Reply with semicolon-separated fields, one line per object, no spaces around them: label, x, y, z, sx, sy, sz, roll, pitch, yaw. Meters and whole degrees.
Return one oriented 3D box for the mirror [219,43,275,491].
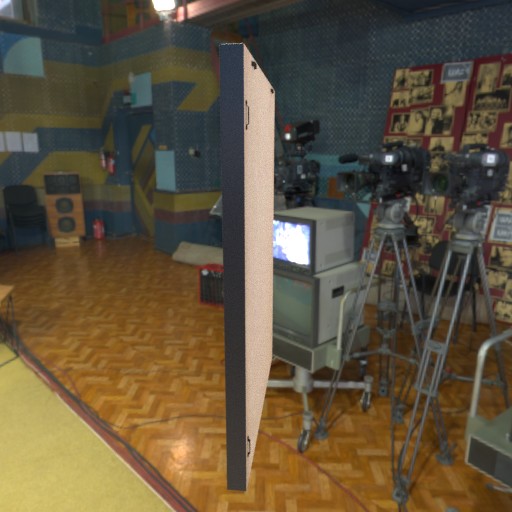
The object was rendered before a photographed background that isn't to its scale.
mirror;0.000;0.000;0.924;0.039;0.710;0.507;2;14;7
